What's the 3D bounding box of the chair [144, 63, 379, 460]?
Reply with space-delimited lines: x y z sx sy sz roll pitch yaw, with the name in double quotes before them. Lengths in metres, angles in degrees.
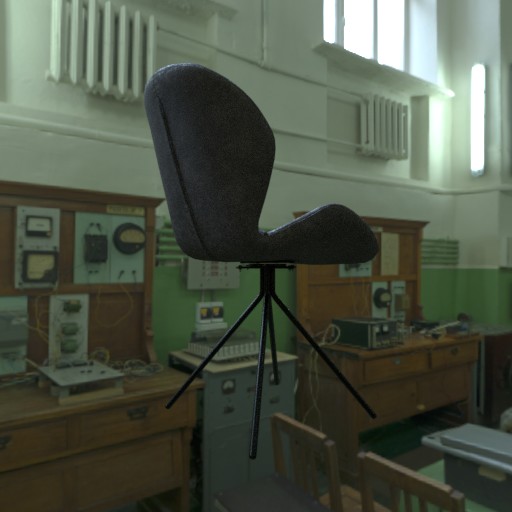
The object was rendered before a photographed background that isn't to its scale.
"chair" 0.000 0.000 1.291 0.640 0.934 0.527 0 -1 -37
